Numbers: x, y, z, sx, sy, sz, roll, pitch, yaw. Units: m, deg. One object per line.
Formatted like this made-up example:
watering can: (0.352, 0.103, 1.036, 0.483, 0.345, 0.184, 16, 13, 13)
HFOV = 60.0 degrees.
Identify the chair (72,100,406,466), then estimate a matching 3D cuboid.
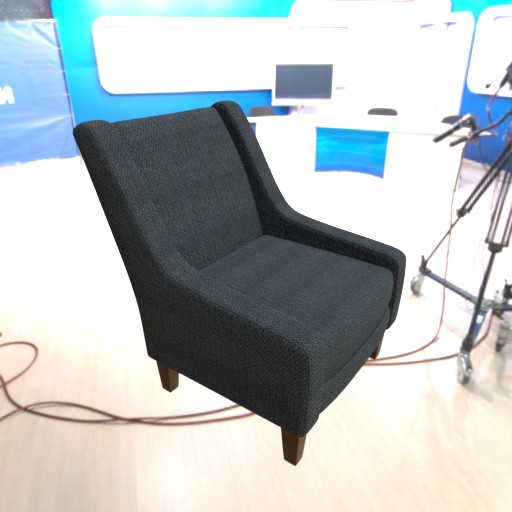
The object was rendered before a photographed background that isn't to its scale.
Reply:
chair: (0.000, 0.000, 1.697, 0.944, 1.012, 0.793, 17, 31, 32)
